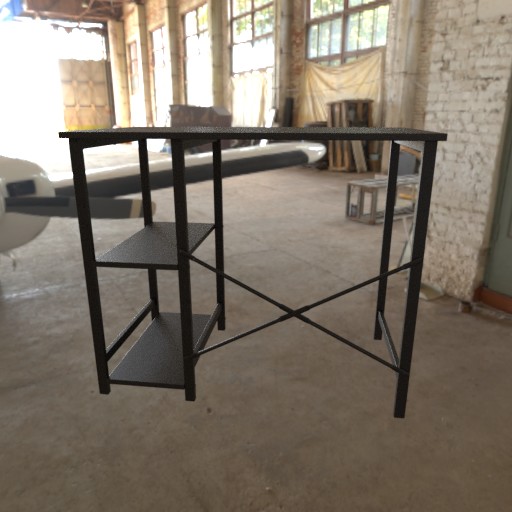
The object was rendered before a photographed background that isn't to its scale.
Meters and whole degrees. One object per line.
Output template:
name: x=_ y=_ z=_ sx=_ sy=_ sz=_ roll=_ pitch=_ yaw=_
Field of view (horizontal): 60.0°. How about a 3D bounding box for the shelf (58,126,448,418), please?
shelf: x=0.000 y=0.000 z=1.363 sx=0.902 sy=0.749 sz=0.498 roll=2 pitch=18 yaw=7
